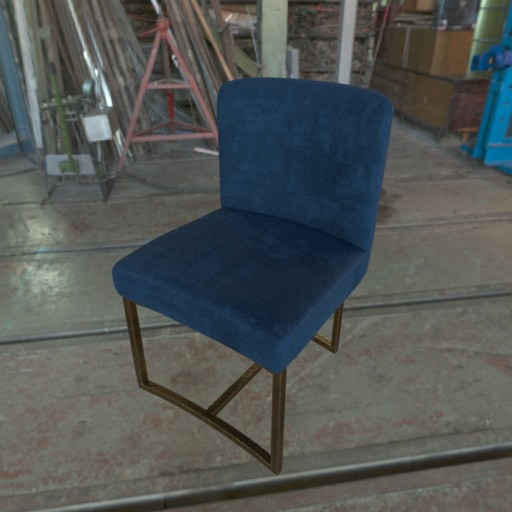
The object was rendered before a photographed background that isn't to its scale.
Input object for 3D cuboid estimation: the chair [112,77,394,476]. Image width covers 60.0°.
[{"bbox_3d":[0.000,0.000,1.178,0.530,0.824,0.560,19,35,30],"label":"chair"}]
